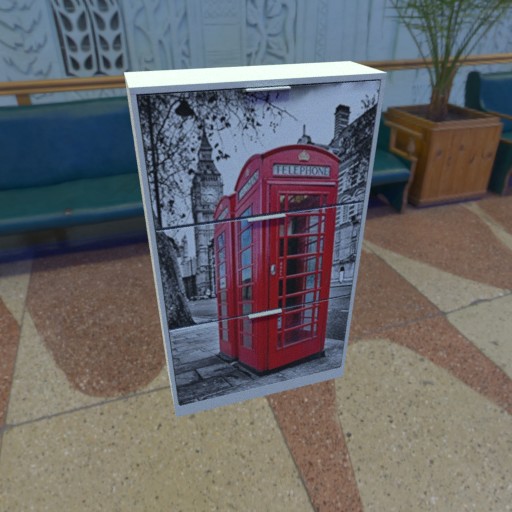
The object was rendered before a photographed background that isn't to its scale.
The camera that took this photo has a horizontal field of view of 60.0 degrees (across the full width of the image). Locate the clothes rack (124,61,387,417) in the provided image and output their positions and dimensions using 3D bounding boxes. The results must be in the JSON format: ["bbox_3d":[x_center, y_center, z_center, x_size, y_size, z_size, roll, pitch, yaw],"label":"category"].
[{"bbox_3d":[0.000,0.000,1.655,0.750,1.280,0.250,-9,33,-15],"label":"clothes rack"}]
